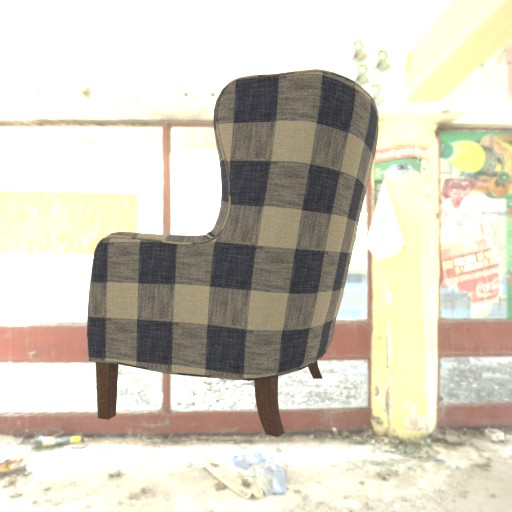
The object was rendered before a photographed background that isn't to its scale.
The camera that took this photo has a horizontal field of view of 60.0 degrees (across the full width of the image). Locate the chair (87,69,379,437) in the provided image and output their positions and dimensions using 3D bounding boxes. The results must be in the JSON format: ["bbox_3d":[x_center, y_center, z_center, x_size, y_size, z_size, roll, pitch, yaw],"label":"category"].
[{"bbox_3d":[0.000,0.000,1.661,0.889,1.041,0.830,0,-1,18],"label":"chair"}]
